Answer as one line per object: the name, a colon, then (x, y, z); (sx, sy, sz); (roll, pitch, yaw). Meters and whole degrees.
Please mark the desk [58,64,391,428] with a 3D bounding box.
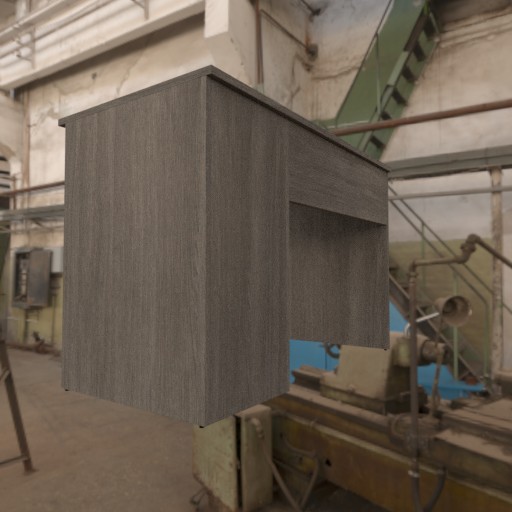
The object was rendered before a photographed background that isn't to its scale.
desk: (0.000, 0.000, 1.494); (0.560, 0.735, 1.097); (-1, -2, 36)
